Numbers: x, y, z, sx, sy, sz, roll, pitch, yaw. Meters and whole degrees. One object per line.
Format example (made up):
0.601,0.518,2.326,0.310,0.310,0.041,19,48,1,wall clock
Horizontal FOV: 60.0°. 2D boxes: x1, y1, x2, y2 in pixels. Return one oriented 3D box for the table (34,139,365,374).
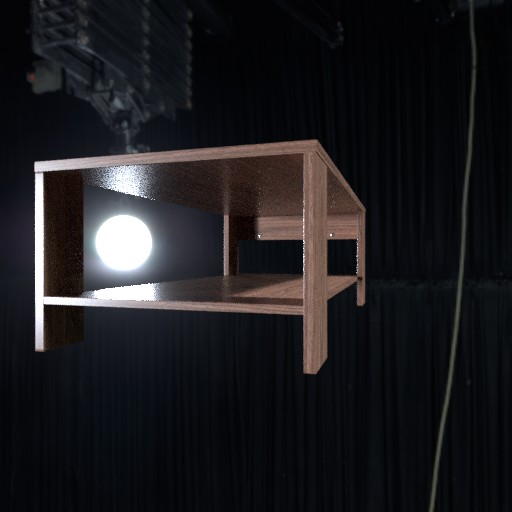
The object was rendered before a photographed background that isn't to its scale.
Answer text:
0.000,0.000,1.417,0.600,0.400,1.200,0,0,18,table
